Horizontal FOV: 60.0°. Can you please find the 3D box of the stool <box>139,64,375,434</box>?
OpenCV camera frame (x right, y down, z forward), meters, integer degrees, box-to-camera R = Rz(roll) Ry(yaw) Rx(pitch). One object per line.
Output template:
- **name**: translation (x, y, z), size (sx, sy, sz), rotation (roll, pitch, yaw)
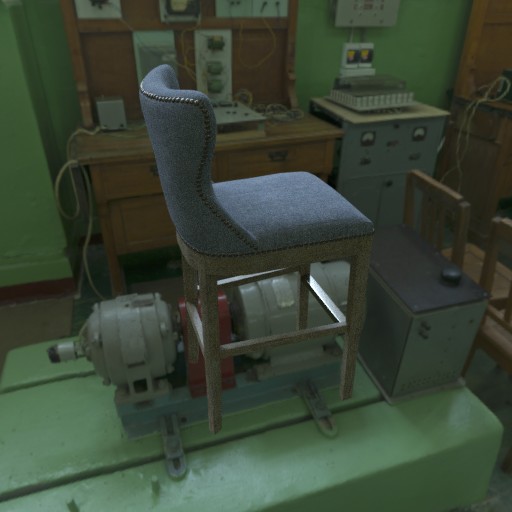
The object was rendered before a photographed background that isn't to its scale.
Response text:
- **stool**: translation (0.000, 0.000, 1.447), size (0.606, 1.123, 0.494), rotation (-10, 33, -16)
